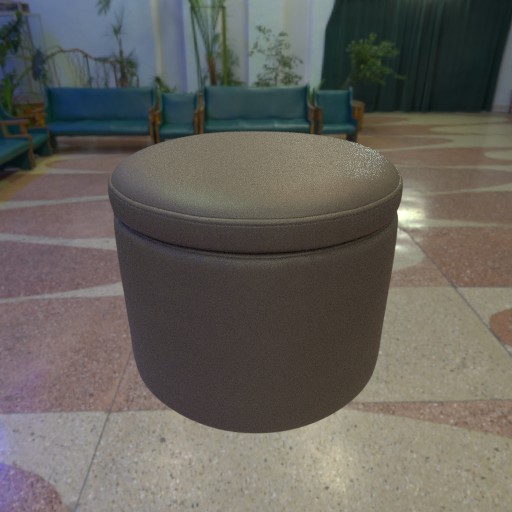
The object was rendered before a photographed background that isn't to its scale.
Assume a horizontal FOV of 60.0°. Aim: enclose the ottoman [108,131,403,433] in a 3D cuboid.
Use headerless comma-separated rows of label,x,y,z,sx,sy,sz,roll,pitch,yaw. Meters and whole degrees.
ottoman,0.000,0.000,0.848,0.500,0.409,0.500,0,26,0
